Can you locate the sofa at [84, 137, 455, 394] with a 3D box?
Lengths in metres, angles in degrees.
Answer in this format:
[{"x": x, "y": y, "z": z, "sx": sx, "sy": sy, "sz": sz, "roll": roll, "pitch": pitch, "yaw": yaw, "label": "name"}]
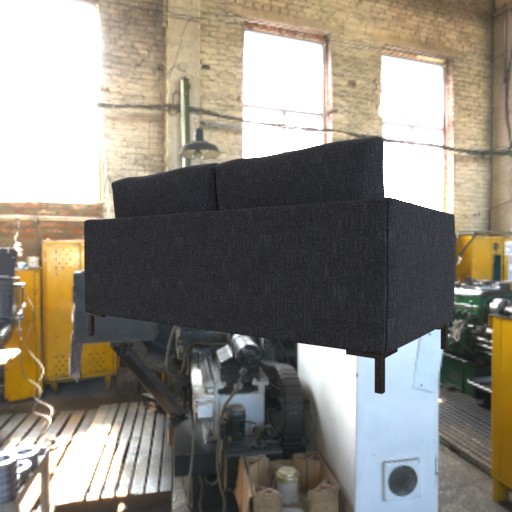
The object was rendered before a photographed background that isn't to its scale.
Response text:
[{"x": 0.000, "y": 0.000, "z": 2.225, "sx": 1.716, "sy": 0.862, "sz": 0.866, "roll": 0, "pitch": 1, "yaw": 37, "label": "sofa"}]
